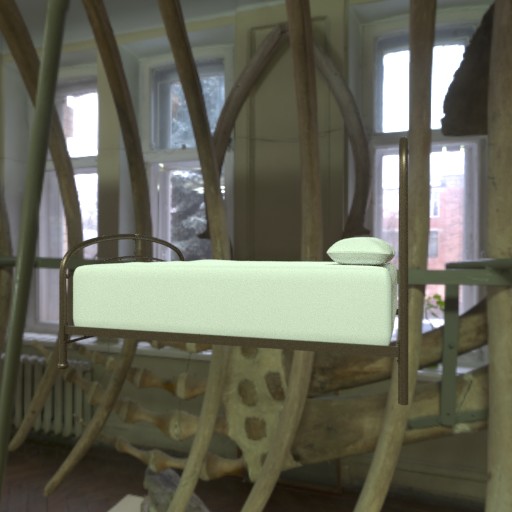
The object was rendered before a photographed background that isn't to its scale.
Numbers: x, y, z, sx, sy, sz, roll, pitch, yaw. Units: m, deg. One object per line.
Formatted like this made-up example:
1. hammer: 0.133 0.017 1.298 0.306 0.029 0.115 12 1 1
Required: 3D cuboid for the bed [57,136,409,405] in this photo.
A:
1. bed: 0.000 0.000 3.332 2.168 1.475 1.711 0 0 19
